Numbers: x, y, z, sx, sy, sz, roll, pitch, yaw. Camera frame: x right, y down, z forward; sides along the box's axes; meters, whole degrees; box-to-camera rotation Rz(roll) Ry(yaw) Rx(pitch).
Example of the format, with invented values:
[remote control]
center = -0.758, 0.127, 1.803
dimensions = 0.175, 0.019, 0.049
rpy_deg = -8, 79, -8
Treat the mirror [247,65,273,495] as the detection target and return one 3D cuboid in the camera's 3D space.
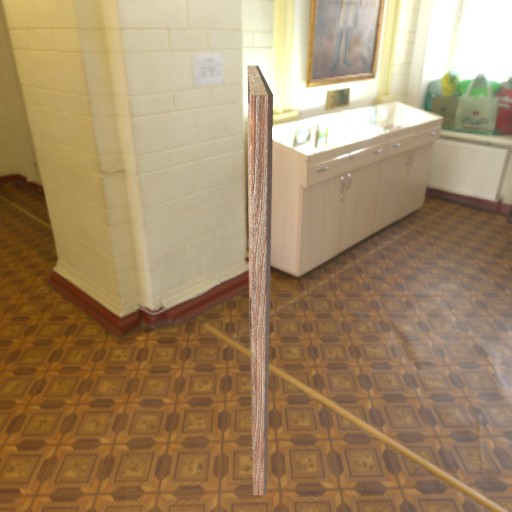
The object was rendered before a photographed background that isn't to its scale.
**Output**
[mirror]
center = 0.000, 0.000, 1.165
dimensions = 0.032, 0.882, 0.730
rpy_deg = -1, 26, -1
